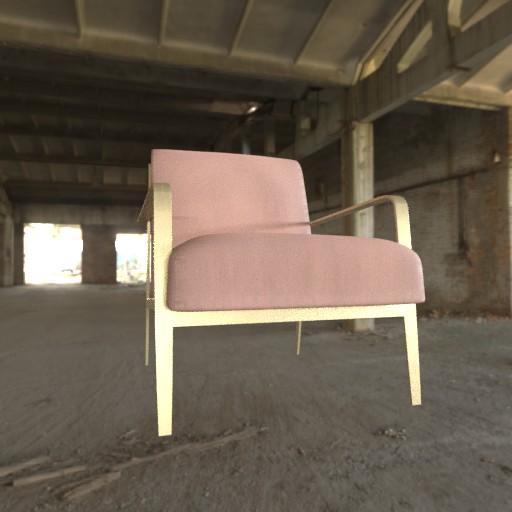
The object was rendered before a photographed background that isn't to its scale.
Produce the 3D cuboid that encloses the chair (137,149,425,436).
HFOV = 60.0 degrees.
[{"bbox_3d":[0.000,0.000,1.427,0.701,0.823,0.848,0,-1,-18],"label":"chair"}]
